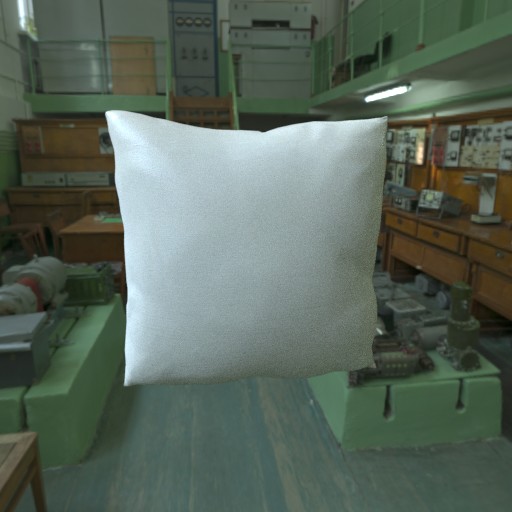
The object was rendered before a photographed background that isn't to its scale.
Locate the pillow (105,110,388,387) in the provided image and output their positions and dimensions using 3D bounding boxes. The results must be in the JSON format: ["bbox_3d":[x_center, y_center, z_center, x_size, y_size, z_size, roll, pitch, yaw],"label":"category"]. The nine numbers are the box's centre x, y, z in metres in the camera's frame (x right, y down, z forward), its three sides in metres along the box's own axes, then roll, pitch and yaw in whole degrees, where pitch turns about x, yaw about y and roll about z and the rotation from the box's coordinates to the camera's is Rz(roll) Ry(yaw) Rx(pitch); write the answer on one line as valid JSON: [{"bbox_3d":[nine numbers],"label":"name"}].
[{"bbox_3d":[0.000,0.000,0.723,0.450,0.448,0.245,-2,14,-9],"label":"pillow"}]
